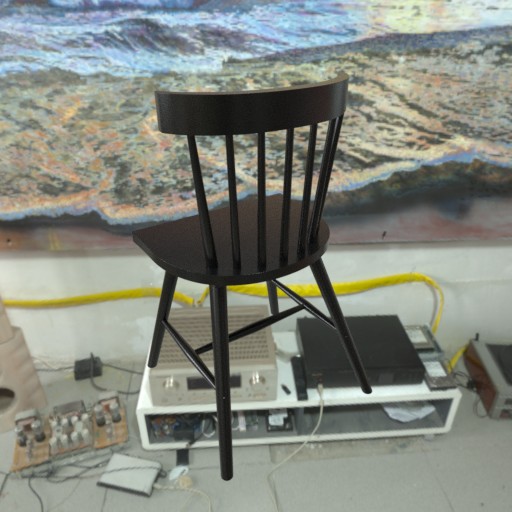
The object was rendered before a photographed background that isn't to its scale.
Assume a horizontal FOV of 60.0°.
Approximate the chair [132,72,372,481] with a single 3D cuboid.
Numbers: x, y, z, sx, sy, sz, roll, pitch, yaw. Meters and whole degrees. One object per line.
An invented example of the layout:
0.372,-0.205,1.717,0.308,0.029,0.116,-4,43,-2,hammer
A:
0.000,0.000,1.131,0.506,0.844,0.483,-19,35,-29,chair
